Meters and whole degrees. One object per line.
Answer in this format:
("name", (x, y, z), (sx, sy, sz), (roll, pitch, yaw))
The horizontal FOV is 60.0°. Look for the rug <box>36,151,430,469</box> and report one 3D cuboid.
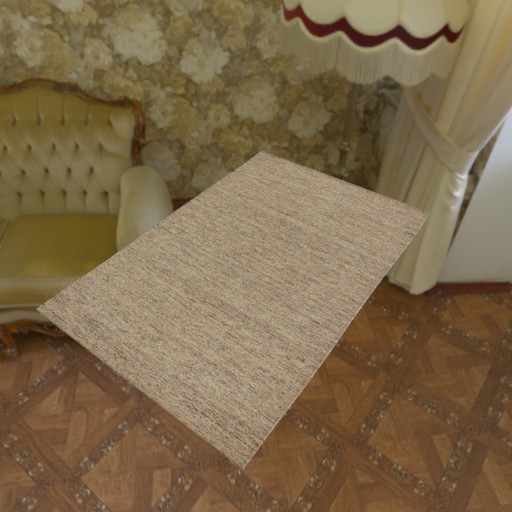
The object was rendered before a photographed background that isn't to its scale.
("rug", (0.000, 0.000, 2.948), (1.547, 0.013, 2.283), (27, 49, 26))
